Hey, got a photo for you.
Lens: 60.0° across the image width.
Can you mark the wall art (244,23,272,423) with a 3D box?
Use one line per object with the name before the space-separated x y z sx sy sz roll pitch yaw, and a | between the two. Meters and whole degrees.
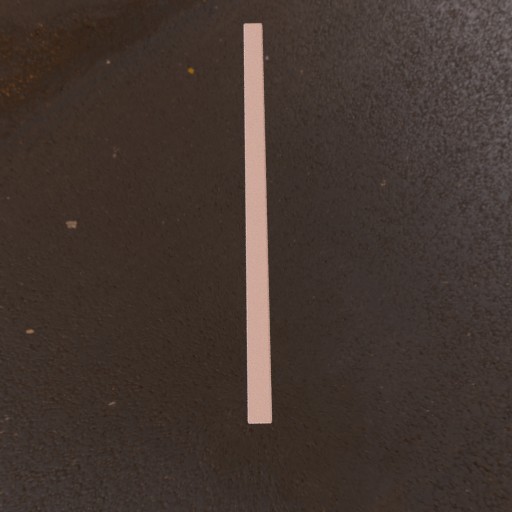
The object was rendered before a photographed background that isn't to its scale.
wall art | 0.000 0.000 1.533 0.049 1.009 1.009 -1 74 0
